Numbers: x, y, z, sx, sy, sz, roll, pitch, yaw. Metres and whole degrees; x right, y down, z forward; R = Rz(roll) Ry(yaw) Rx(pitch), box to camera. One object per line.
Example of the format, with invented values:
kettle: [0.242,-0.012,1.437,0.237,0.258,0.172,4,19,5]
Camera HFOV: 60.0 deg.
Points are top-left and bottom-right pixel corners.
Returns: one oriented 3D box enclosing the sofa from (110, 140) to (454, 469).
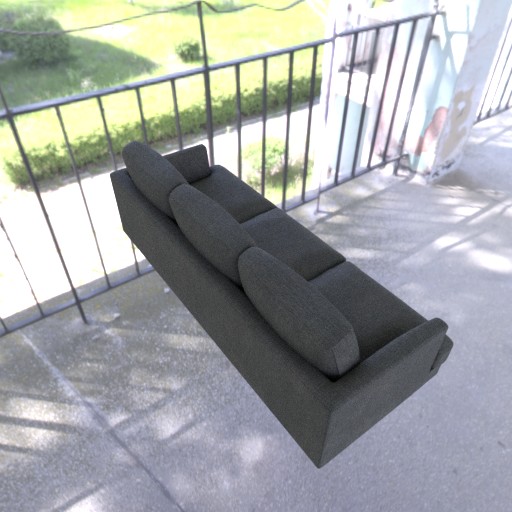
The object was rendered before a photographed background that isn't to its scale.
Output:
sofa: [0.000,0.000,2.713,0.903,0.930,2.246,-26,47,-26]
